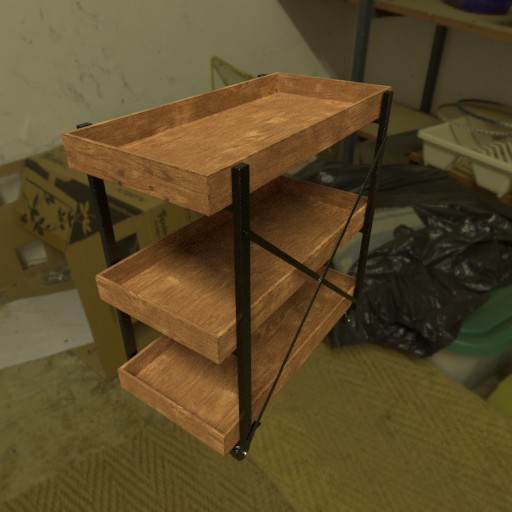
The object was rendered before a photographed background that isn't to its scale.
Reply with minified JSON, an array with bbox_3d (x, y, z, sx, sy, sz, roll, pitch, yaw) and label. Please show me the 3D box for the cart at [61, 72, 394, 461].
[{"bbox_3d":[0.000,0.000,1.214,0.411,0.800,0.750,21,38,29],"label":"cart"}]
